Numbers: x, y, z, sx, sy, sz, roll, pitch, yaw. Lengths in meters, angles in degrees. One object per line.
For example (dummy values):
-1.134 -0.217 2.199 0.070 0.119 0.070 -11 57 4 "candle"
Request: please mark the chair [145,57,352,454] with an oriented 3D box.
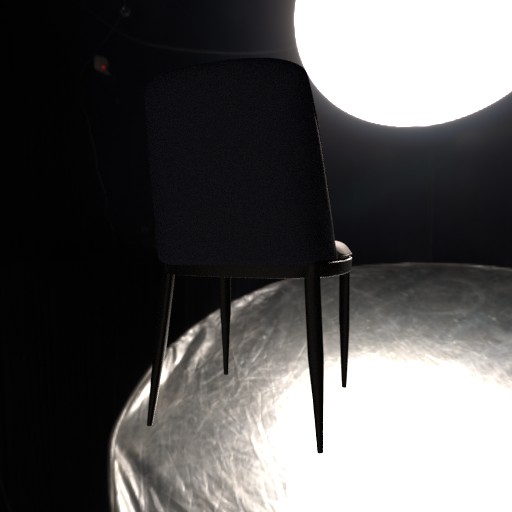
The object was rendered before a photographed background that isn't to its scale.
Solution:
0.000 0.000 1.192 0.480 0.839 0.551 1 2 19 "chair"
